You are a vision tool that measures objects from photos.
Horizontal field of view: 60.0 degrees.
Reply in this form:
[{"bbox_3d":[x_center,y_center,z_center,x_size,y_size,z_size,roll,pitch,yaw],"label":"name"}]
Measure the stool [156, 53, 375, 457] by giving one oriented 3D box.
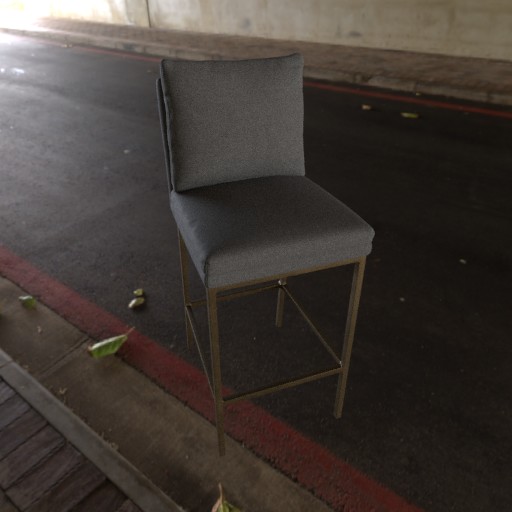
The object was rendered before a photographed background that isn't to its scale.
[{"bbox_3d":[0.000,0.000,1.412,0.463,1.130,0.569,-11,34,-17],"label":"stool"}]
